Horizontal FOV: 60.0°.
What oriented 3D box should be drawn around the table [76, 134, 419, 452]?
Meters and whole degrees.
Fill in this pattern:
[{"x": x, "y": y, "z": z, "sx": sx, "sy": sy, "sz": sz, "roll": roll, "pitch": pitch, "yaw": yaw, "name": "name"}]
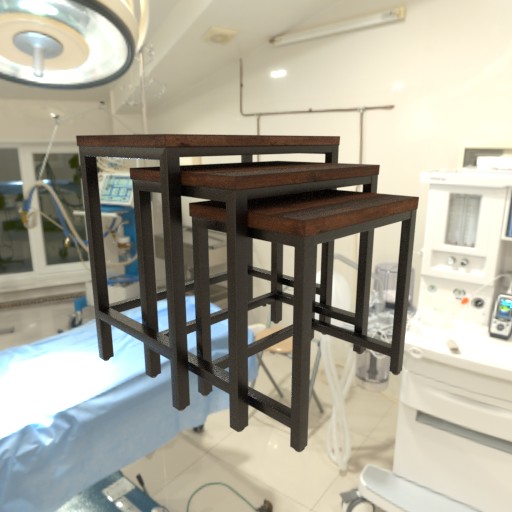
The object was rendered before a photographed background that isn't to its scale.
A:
[{"x": 0.000, "y": 0.000, "z": 1.173, "sx": 0.660, "sy": 0.616, "sz": 0.608, "roll": 13, "pitch": 20, "yaw": 42, "name": "table"}]
